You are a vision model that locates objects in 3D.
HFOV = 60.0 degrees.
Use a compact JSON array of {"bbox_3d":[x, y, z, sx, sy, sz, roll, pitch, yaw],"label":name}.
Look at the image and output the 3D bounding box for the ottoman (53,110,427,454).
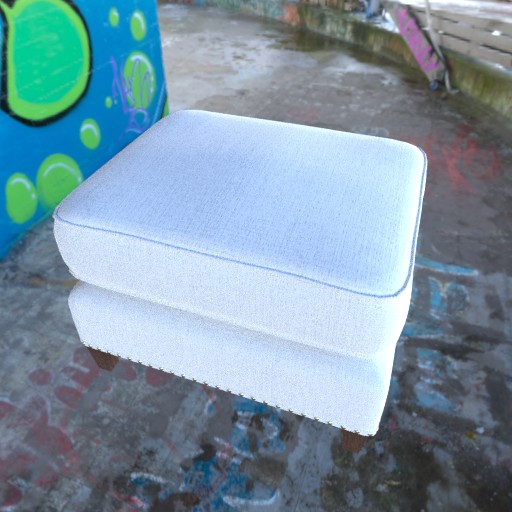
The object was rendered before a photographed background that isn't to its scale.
[{"bbox_3d":[0.000,0.000,1.112,0.738,0.537,0.589,13,43,15],"label":"ottoman"}]
